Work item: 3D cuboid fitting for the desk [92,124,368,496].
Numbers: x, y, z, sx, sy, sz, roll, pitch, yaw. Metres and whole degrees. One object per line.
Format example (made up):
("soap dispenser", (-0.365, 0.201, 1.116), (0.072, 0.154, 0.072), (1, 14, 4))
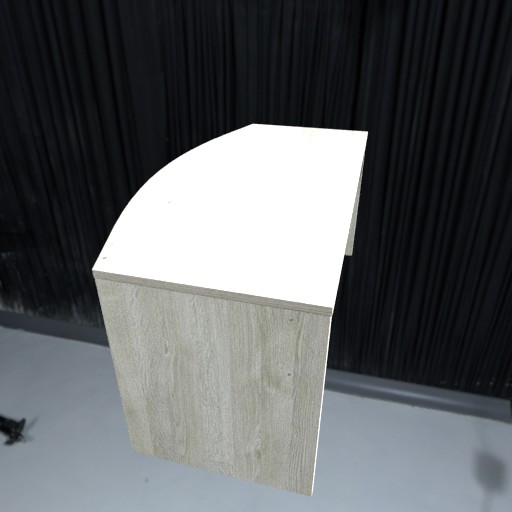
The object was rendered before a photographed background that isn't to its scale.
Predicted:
("desk", (0.000, 0.000, 1.977), (0.802, 0.752, 1.600), (8, 31, 13))
